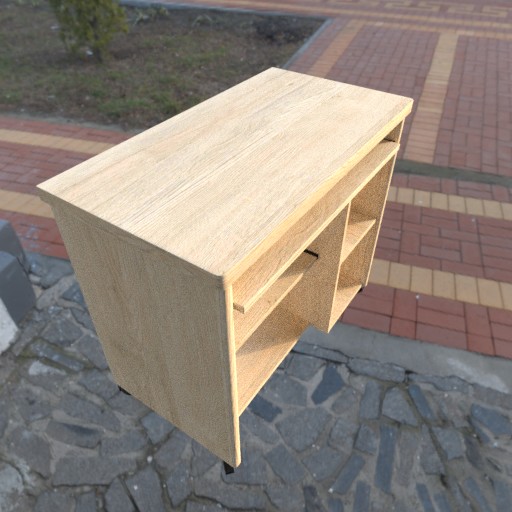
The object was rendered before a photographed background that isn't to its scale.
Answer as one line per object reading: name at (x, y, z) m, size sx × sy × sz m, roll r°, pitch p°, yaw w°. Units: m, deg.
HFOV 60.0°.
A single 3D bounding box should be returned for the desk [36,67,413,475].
desk at (0.000, 0.000, 1.324) m, size 0.480 × 0.770 × 0.885 m, roll 24°, pitch 46°, yaw 25°
